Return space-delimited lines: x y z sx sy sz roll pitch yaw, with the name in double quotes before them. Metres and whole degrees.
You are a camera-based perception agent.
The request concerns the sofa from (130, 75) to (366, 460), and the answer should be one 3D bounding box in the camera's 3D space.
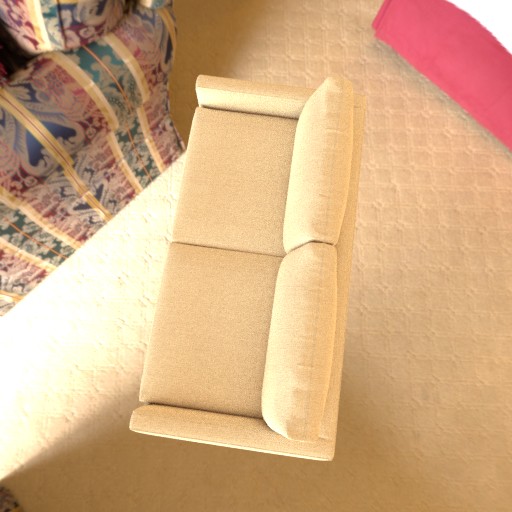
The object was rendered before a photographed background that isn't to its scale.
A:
"sofa" 0.000 0.000 2.080 0.839 0.812 1.651 8 76 2
